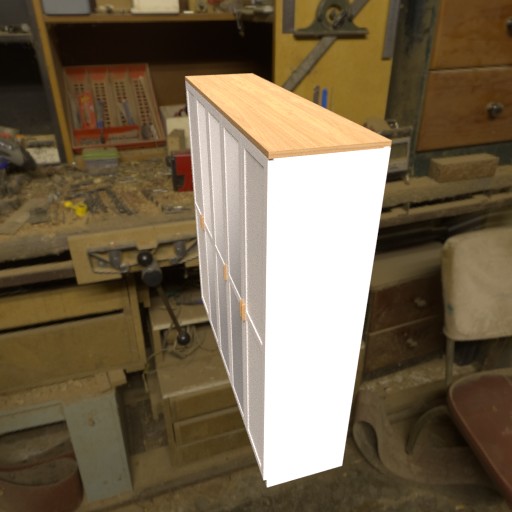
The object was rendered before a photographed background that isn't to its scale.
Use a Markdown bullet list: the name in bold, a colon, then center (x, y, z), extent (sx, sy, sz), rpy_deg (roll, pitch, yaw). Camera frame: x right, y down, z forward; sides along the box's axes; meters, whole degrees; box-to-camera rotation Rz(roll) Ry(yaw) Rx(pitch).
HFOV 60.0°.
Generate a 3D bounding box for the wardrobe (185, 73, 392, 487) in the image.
- **wardrobe**: center (0.000, 0.000, 3.328), extent (0.590, 2.260, 2.160), rpy_deg (-9, 31, -15)
